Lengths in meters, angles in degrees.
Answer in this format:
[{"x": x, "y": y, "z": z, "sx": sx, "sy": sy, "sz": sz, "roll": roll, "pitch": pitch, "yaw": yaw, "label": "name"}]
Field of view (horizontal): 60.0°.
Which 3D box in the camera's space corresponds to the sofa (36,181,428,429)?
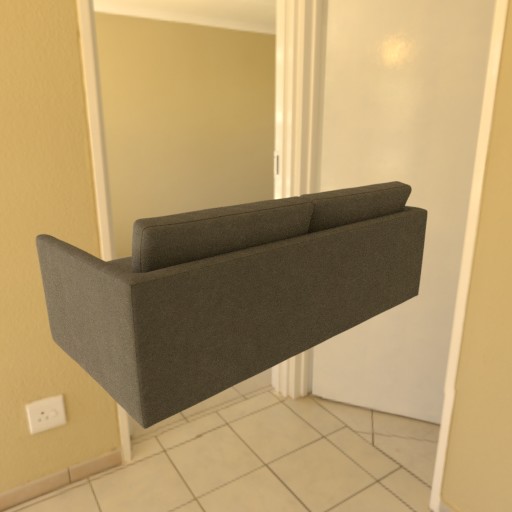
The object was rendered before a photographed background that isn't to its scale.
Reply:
[{"x": 0.000, "y": 0.000, "z": 2.774, "sx": 2.257, "sy": 0.838, "sz": 1.092, "roll": -14, "pitch": 22, "yaw": -40, "label": "sofa"}]
